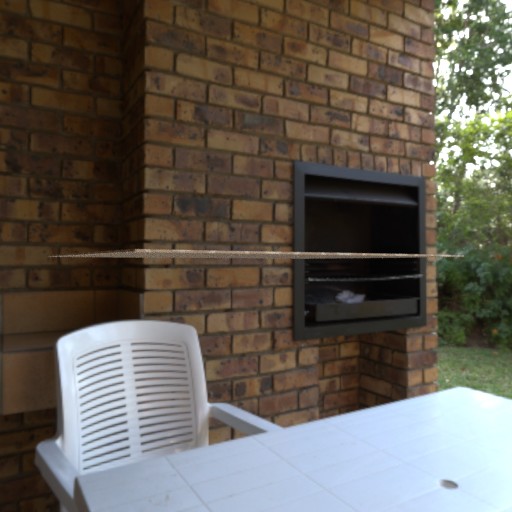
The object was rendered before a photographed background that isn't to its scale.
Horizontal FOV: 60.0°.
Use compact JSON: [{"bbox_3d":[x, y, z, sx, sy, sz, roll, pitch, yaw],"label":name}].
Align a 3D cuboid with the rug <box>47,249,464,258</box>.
[{"bbox_3d":[0.000,0.000,2.781,2.134,0.010,1.524,1,-1,-36],"label":"rug"}]
